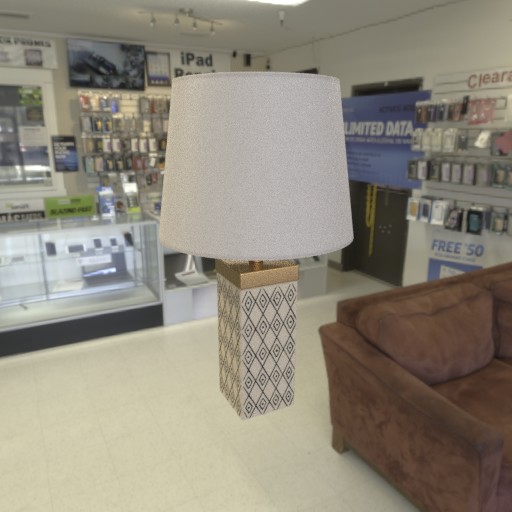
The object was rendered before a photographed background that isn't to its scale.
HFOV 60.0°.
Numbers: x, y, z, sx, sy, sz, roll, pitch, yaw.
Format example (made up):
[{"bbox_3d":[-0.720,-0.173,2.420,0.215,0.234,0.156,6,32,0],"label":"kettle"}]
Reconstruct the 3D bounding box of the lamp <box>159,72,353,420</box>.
[{"bbox_3d":[0.000,0.000,0.593,0.251,0.435,0.251,0,16,0],"label":"lamp"}]
